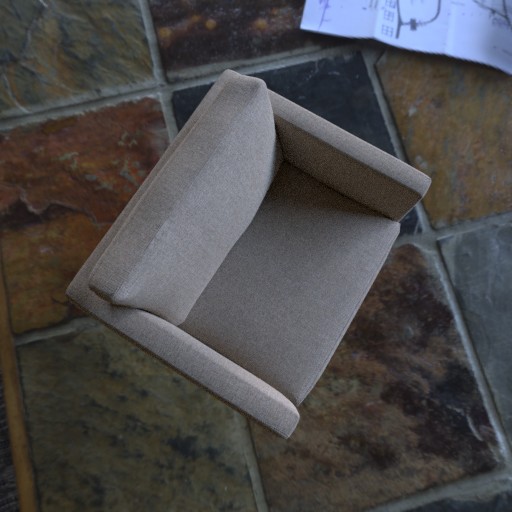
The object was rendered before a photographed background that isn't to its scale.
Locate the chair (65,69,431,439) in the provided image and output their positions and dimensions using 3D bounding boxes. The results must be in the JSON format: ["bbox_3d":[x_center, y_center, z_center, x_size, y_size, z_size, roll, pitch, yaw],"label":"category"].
[{"bbox_3d":[0.000,0.000,1.878,0.959,0.987,1.107,31,78,7],"label":"chair"}]
